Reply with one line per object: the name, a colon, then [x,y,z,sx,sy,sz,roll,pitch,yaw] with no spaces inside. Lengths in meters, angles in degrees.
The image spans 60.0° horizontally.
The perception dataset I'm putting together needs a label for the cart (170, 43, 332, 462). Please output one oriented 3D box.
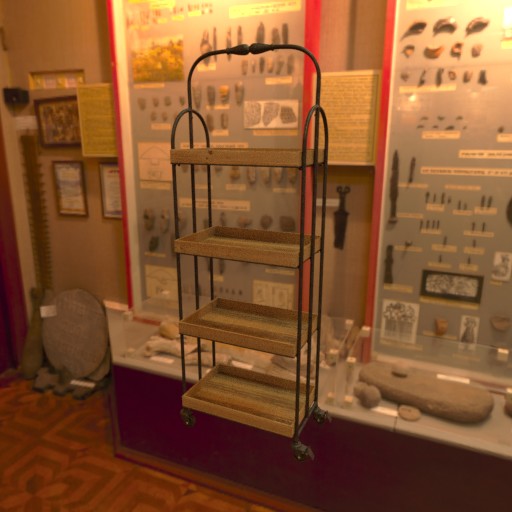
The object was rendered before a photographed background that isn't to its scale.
cart: [0.000,0.000,1.683,0.581,1.481,0.308,7,17,24]
